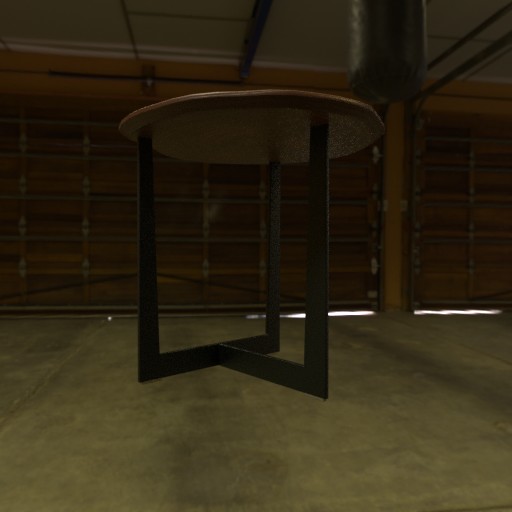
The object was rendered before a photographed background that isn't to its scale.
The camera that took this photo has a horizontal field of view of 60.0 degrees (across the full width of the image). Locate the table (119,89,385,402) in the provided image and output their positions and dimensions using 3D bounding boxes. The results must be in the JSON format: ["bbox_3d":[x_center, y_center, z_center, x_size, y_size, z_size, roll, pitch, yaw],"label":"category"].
[{"bbox_3d":[0.000,0.000,0.867,0.494,0.476,0.477,1,1,37],"label":"table"}]
